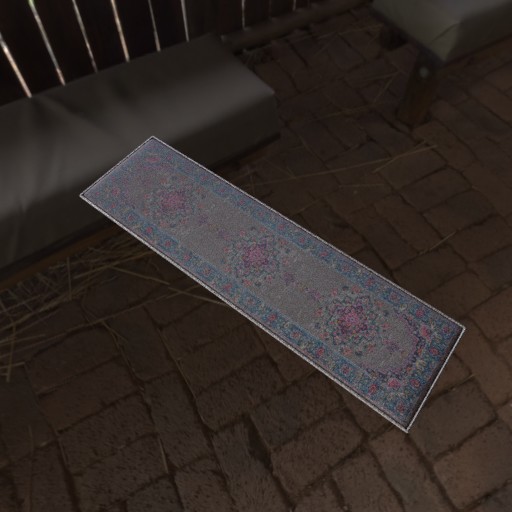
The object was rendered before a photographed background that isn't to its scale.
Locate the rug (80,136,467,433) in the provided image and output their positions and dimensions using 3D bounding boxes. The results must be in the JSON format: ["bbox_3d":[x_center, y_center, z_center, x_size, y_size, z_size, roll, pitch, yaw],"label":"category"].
[{"bbox_3d":[0.000,0.000,2.552,2.297,0.019,0.659,34,65,18],"label":"rug"}]
